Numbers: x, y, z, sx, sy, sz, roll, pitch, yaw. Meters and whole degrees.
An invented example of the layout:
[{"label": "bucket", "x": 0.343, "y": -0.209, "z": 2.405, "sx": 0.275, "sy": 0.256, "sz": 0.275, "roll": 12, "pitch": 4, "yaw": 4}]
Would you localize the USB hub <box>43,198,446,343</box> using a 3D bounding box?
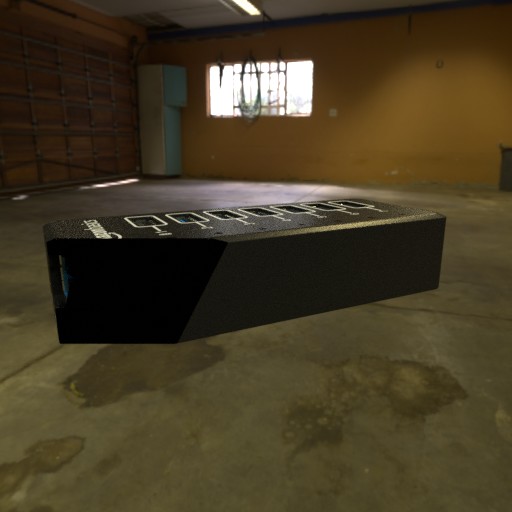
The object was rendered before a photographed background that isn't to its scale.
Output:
[{"label": "USB hub", "x": 0.000, "y": 0.000, "z": 0.130, "sx": 0.110, "sy": 0.023, "sz": 0.044, "roll": -7, "pitch": 17, "yaw": -26}]
